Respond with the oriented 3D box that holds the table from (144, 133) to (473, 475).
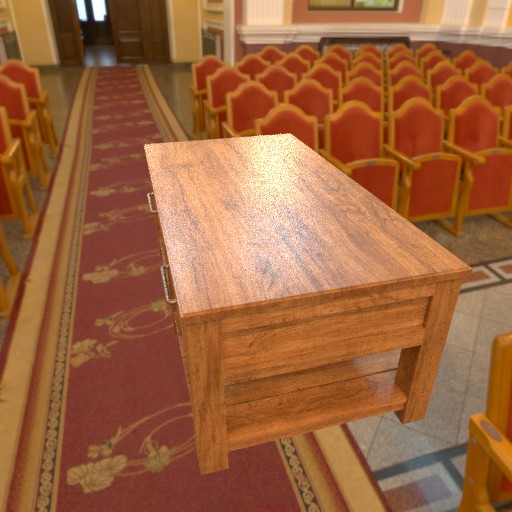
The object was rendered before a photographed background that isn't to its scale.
[{"bbox_3d":[0.000,0.000,1.465,0.635,0.480,1.150,-8,31,-14],"label":"table"}]
